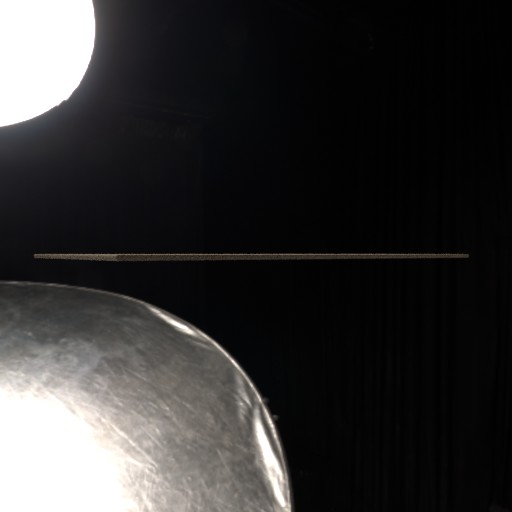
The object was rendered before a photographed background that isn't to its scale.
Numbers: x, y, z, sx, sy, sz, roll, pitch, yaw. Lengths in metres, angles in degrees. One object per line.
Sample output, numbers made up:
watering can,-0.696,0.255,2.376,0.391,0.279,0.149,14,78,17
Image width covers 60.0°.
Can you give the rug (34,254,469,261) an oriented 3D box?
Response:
rug,0.000,0.000,3.305,2.699,0.025,1.800,0,0,-36
